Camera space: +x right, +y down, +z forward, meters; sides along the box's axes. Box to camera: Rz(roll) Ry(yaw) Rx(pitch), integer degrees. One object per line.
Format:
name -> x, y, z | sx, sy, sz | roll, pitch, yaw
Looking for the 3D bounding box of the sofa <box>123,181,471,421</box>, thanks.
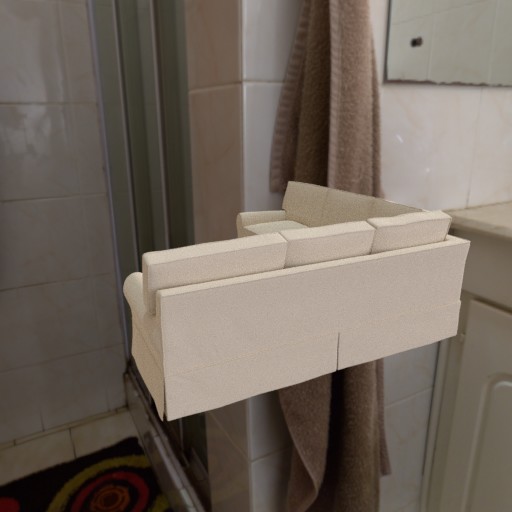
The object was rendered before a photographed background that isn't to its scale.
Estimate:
sofa -> 0.000, 0.000, 4.189 | 2.597, 1.070, 2.591 | -9, 19, -25
